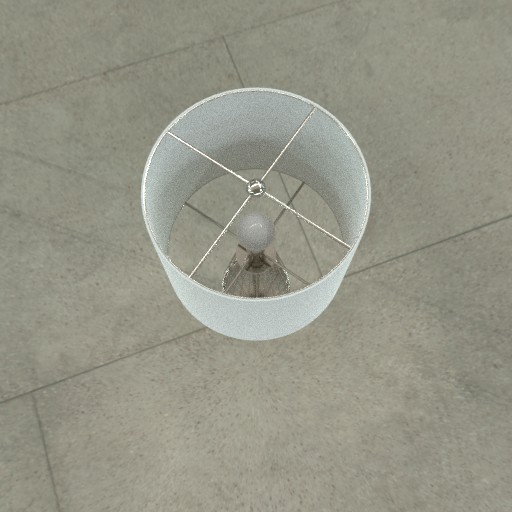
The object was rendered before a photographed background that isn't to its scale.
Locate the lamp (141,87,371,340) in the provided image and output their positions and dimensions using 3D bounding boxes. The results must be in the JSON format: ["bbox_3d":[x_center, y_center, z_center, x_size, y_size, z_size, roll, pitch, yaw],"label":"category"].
[{"bbox_3d":[0.000,0.000,0.791,0.303,0.618,0.303,0,75,0],"label":"lamp"}]
